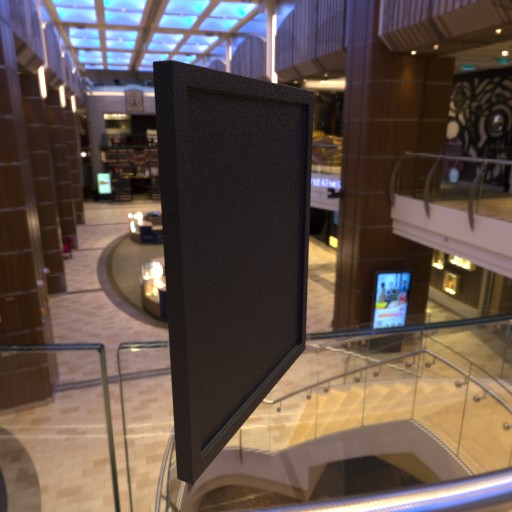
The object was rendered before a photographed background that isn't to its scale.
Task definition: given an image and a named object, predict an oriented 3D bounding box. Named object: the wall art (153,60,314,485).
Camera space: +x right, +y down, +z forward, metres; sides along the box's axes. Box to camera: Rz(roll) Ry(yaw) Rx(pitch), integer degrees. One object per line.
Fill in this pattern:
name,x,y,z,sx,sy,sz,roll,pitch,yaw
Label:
wall art,0.000,0.000,0.755,0.028,0.559,0.457,8,18,25
